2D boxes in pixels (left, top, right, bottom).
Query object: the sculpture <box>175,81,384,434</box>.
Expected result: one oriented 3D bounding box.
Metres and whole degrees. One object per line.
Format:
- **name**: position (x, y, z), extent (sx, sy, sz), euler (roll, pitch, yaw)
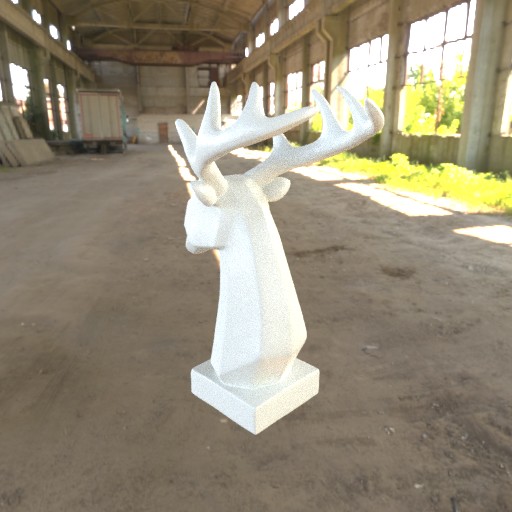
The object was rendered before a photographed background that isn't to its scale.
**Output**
- **sculpture**: position (0.000, 0.000, 0.454), extent (0.174, 0.329, 0.224), euler (-16, 23, -43)
